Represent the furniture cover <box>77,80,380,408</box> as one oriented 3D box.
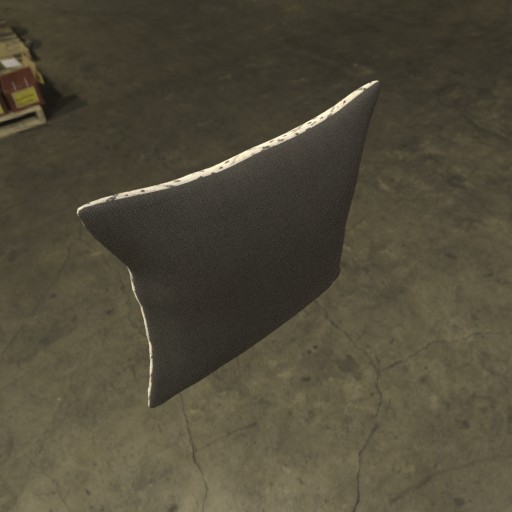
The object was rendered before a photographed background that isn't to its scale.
[{"bbox_3d":[0.000,0.000,0.782,0.525,0.498,0.180,-31,54,-26],"label":"furniture cover"}]
